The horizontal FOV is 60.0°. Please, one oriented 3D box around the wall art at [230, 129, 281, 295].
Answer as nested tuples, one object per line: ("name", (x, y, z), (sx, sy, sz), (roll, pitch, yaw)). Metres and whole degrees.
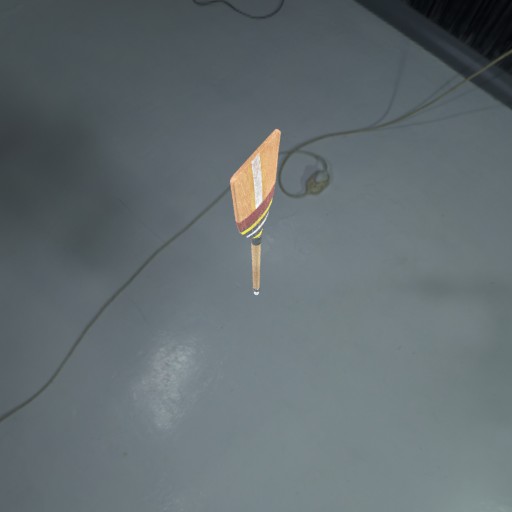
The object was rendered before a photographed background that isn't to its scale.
("wall art", (0.000, 0.000, 1.619), (0.038, 1.556, 0.146), (39, 78, 9))
